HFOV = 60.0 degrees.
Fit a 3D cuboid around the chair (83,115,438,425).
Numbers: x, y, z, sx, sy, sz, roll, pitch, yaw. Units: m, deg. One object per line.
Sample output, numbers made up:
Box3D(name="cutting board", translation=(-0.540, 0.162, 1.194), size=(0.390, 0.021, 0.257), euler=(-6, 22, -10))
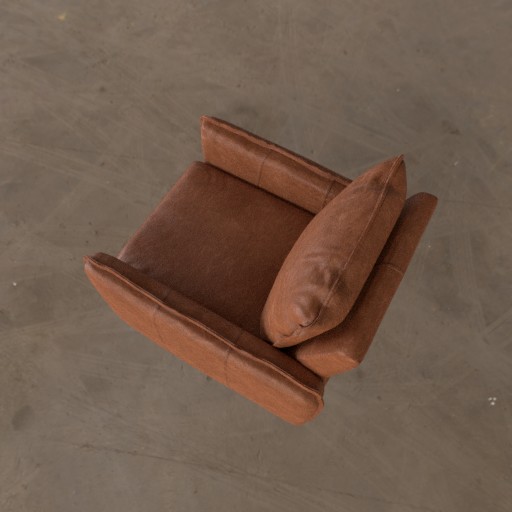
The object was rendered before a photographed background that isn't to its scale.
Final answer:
Box3D(name="chair", translation=(0.000, 0.000, 1.604), size=(0.922, 0.922, 0.830), euler=(28, 67, 13))
